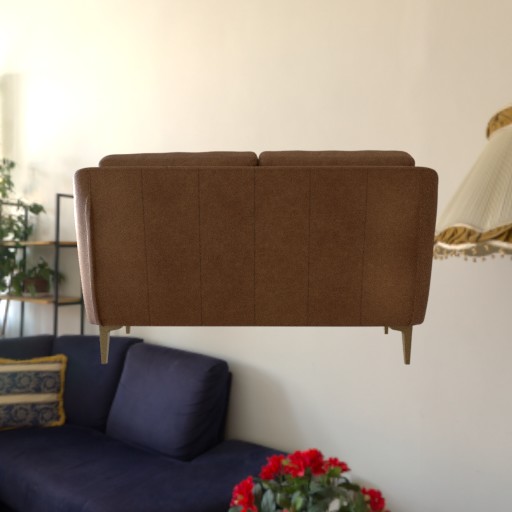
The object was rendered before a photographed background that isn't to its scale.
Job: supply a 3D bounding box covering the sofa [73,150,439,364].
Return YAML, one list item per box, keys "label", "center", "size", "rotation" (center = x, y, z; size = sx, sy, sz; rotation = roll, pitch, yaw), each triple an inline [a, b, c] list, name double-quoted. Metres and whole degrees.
- label: "sofa"
  center: [0.000, 0.000, 2.156]
  size: [1.619, 0.902, 0.960]
  rotation: [0, 0, 1]
